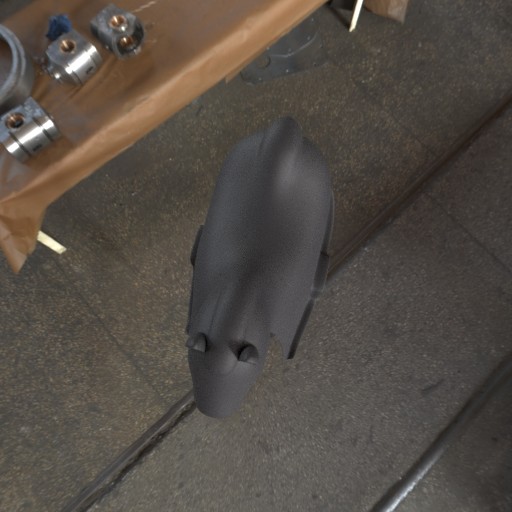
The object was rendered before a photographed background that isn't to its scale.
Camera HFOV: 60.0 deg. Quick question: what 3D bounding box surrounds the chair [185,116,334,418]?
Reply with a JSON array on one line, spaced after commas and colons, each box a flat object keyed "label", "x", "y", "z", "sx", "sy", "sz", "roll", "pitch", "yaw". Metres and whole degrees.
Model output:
[{"label": "chair", "x": 0.000, "y": 0.000, "z": 1.161, "sx": 0.429, "sy": 0.612, "sz": 0.800, "roll": 13, "pitch": 76, "yaw": 3}]
